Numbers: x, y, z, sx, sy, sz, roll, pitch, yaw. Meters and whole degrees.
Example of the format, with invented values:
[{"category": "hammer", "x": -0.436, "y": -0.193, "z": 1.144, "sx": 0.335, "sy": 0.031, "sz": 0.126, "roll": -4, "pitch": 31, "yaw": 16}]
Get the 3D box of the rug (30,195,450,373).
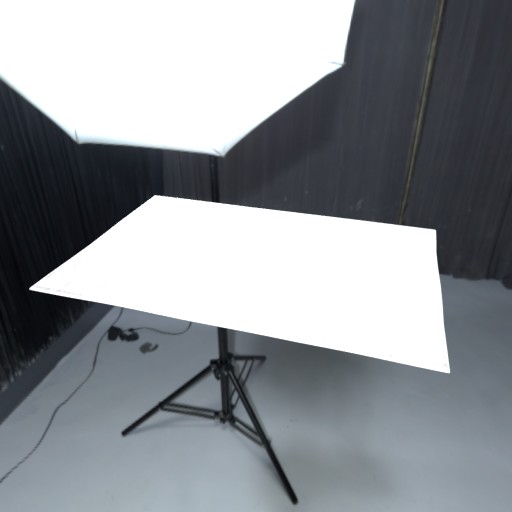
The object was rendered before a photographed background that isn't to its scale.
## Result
[{"category": "rug", "x": 0.000, "y": 0.000, "z": 3.492, "sx": 2.746, "sy": 0.018, "sz": 1.819, "roll": 9, "pitch": 31, "yaw": 15}]
